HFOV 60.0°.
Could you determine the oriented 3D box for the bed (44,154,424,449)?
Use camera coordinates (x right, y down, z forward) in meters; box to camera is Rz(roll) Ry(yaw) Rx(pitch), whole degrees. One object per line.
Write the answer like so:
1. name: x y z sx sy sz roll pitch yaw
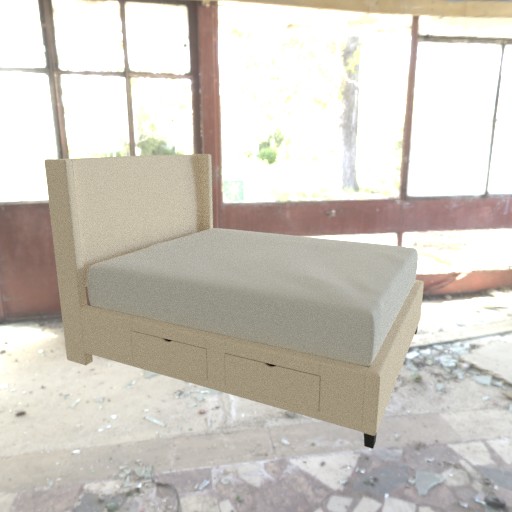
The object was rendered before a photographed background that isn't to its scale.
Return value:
1. bed: 0.000 0.000 3.388 2.280 1.471 1.765 7 16 26
